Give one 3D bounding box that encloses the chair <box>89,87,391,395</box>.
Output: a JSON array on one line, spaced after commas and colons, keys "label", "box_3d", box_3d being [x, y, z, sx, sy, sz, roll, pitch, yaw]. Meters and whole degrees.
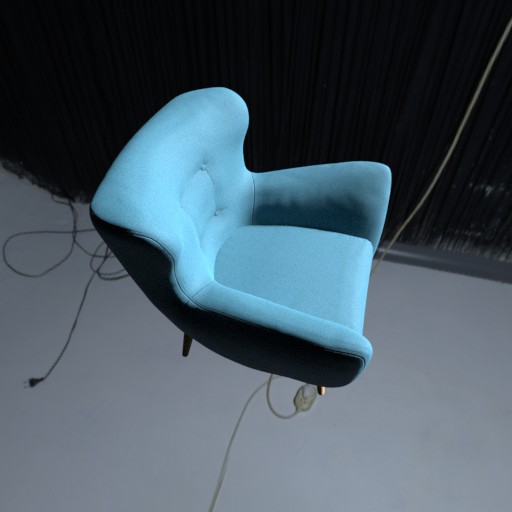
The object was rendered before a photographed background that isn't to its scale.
[{"label": "chair", "box_3d": [0.000, 0.000, 1.641, 0.889, 0.889, 0.890, 11, 49, 10]}]
